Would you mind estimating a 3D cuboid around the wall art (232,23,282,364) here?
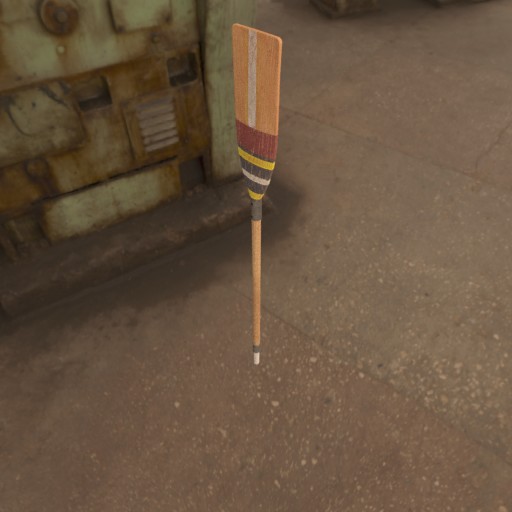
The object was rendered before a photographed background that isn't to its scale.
[{"bbox_3d":[0.000,0.000,1.600,0.146,1.556,0.038,32,55,25],"label":"wall art"}]
